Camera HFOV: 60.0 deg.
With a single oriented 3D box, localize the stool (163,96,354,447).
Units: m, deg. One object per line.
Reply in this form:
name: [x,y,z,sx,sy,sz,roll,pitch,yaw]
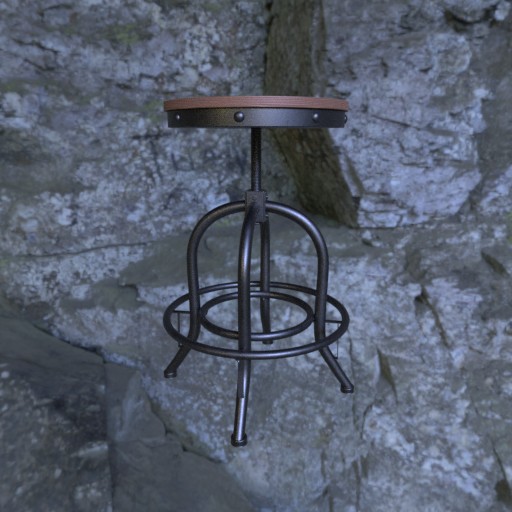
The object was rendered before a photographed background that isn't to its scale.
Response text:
stool: [0.000,0.000,0.931,0.439,0.609,0.439,2,16,9]
